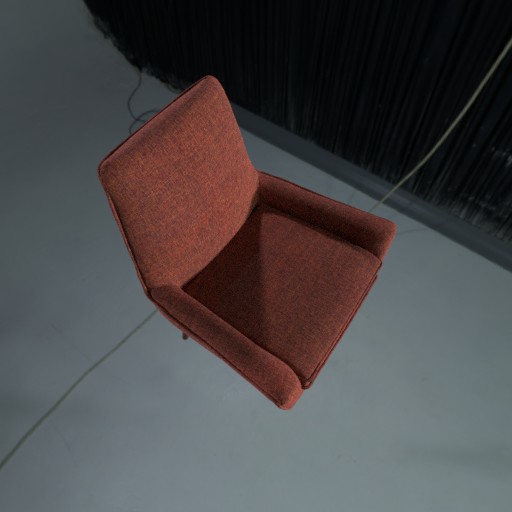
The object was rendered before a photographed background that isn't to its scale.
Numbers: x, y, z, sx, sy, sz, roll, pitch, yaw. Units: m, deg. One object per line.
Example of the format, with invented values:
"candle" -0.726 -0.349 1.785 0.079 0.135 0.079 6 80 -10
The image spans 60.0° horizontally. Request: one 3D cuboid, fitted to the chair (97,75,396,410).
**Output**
"chair" 0.000 0.000 1.581 0.784 0.911 0.803 30 62 18
